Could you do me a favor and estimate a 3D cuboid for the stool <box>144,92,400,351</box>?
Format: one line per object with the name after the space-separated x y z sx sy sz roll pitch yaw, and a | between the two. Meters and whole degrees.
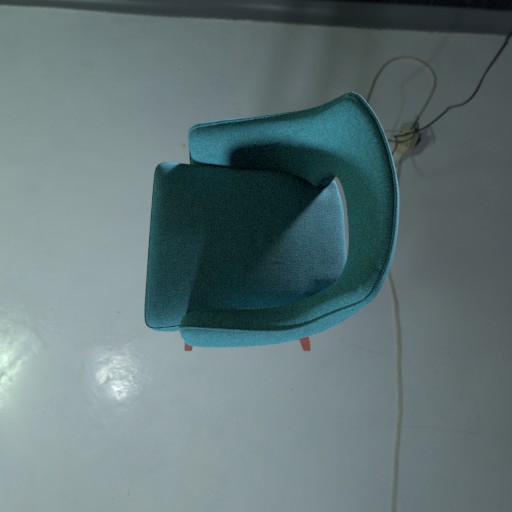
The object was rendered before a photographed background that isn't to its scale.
0.000 0.000 1.290 0.556 0.961 0.548 0 74 0 | stool
